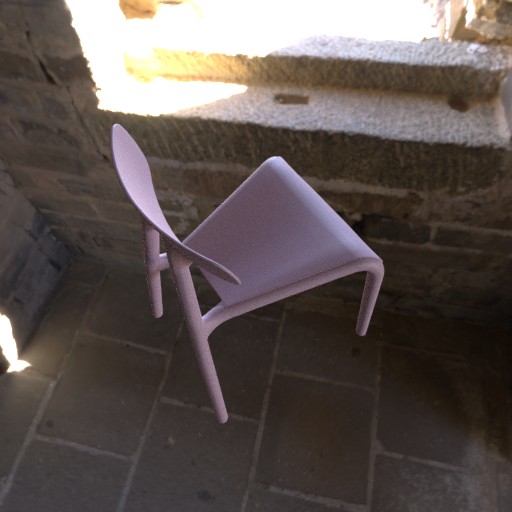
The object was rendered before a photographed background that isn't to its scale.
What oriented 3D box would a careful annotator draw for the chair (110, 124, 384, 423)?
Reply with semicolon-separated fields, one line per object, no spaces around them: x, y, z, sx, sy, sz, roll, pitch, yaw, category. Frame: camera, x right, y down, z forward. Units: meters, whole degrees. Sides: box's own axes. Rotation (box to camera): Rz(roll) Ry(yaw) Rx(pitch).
0.000;0.000;0.826;0.401;0.580;0.356;-30;63;-17;chair
